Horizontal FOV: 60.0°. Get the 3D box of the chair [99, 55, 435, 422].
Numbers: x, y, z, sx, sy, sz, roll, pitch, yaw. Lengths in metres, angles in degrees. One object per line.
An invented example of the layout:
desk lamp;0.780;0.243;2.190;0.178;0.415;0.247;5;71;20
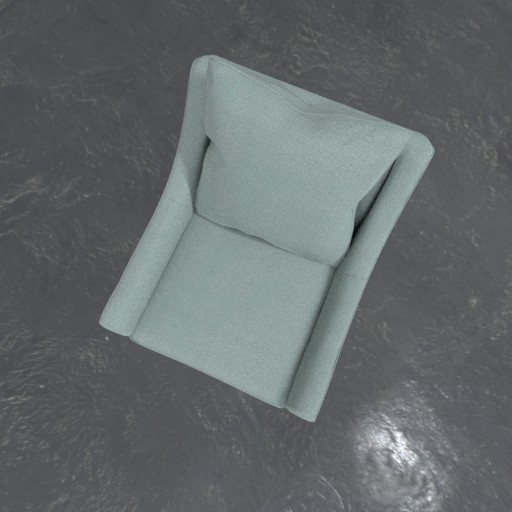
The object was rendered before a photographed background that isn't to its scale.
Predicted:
chair;0.000;0.000;1.535;0.760;0.926;0.870;23;77;6
